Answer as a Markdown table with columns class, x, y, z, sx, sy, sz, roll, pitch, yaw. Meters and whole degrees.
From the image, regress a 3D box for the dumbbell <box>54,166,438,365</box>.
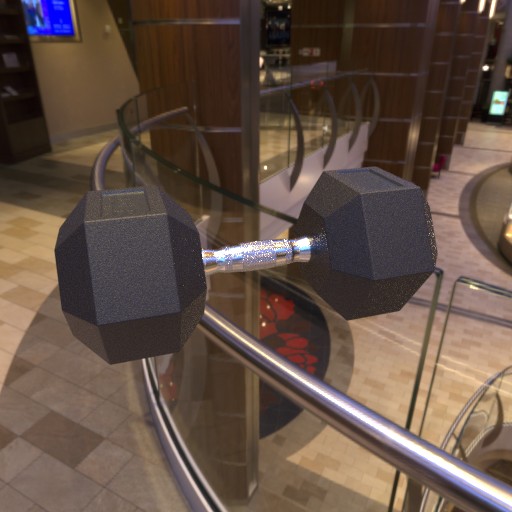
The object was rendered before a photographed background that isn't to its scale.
| class | x | y | z | sx | sy | sz | roll | pitch | yaw |
| --- | --- | --- | --- | --- | --- | --- | --- | --- | --- |
| dumbbell | 0.000 | 0.000 | 0.479 | 0.384 | 0.150 | 0.173 | -8 | 27 | -15 |
